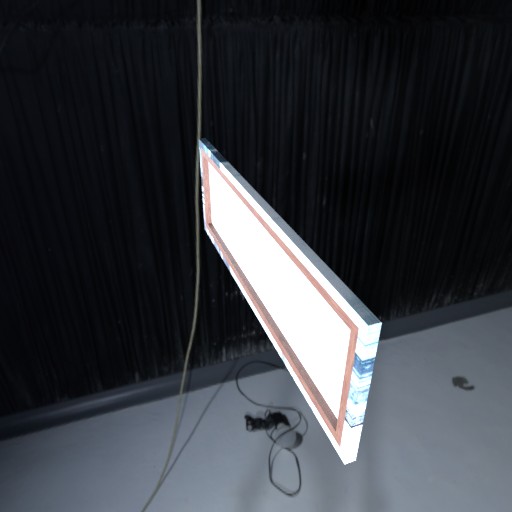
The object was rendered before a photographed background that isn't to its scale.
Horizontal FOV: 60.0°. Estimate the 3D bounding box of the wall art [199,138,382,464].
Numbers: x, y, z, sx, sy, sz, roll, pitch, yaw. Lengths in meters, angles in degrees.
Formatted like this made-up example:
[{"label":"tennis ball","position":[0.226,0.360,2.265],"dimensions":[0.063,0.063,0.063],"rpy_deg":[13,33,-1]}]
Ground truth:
[{"label":"wall art","position":[0.000,0.000,1.737],"dimensions":[0.037,0.509,1.524],"rpy_deg":[-11,33,-18]}]
